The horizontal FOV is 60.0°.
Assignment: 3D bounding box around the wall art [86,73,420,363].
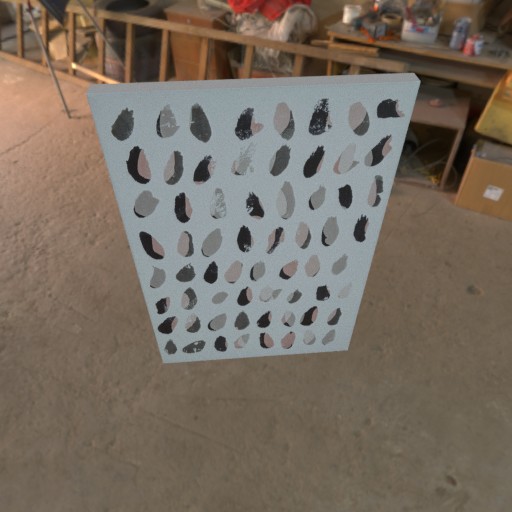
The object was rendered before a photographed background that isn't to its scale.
[{"bbox_3d":[0.000,0.000,1.145,0.610,0.916,0.037,-3,46,-3],"label":"wall art"}]
